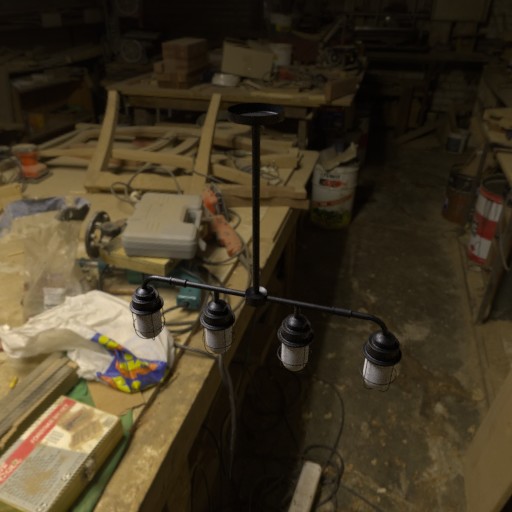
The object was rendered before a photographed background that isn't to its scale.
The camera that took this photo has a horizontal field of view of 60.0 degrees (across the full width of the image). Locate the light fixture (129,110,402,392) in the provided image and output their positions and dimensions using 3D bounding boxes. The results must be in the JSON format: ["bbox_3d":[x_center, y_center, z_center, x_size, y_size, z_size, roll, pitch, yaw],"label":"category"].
[{"bbox_3d":[0.000,0.000,1.217,0.852,0.785,0.131,9,32,15],"label":"light fixture"}]
